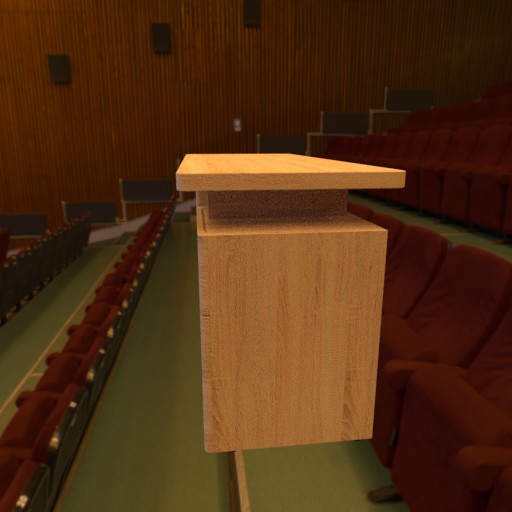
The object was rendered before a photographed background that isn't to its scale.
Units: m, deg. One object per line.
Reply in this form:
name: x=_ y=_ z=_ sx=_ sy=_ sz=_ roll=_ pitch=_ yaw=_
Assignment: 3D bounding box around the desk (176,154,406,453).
desk: x=0.000 y=0.000 z=1.786 sx=0.550 sy=0.760 sz=1.400 roll=-2 pitch=15 yaw=-7
